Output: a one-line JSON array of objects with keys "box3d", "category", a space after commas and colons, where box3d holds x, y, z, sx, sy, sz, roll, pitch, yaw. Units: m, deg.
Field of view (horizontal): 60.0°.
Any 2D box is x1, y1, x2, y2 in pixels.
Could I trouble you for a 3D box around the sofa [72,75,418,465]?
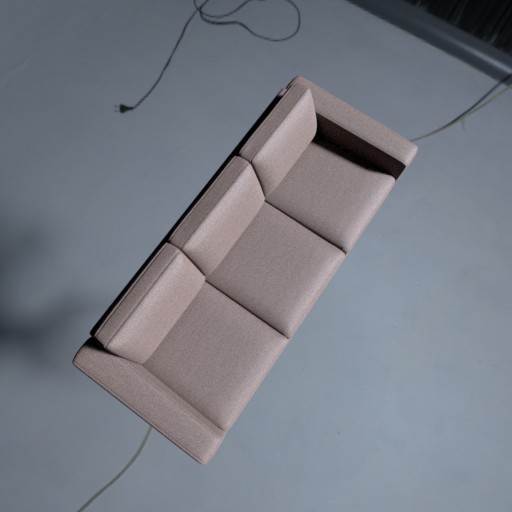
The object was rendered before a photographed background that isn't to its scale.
[{"box3d": [0.000, 0.000, 2.663, 0.900, 0.806, 2.160, 34, 78, 8], "category": "sofa"}]
